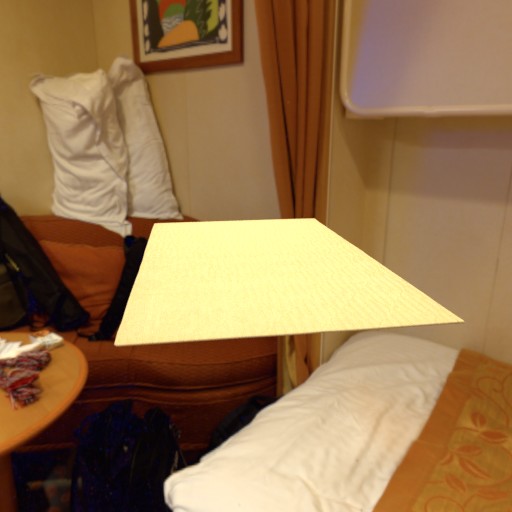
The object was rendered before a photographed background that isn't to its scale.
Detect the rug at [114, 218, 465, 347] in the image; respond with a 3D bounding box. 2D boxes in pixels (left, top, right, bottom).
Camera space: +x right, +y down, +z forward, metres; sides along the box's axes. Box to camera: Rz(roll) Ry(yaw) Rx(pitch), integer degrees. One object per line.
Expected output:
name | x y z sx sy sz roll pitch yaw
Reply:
rug | 0.000 0.000 3.038 1.531 0.014 2.441 -2 16 -8
